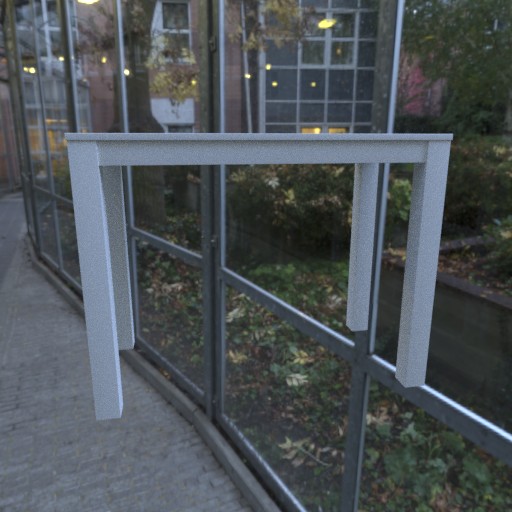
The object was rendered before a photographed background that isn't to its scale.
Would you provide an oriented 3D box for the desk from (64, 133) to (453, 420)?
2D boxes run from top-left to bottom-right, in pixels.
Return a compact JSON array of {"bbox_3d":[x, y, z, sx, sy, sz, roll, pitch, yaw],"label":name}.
[{"bbox_3d":[0.000,0.000,1.442,0.990,0.762,0.497,-3,15,-10],"label":"desk"}]
